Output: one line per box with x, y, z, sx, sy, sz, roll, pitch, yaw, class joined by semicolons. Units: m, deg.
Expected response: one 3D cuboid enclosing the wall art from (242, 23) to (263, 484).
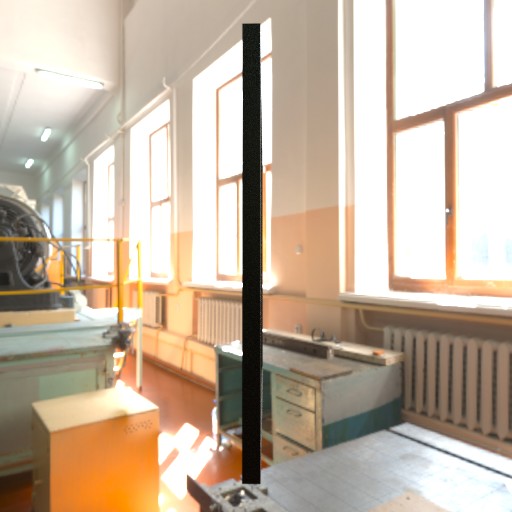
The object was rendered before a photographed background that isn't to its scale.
0.000;0.000;1.131;0.031;0.775;0.773;0;-1;1;wall art
